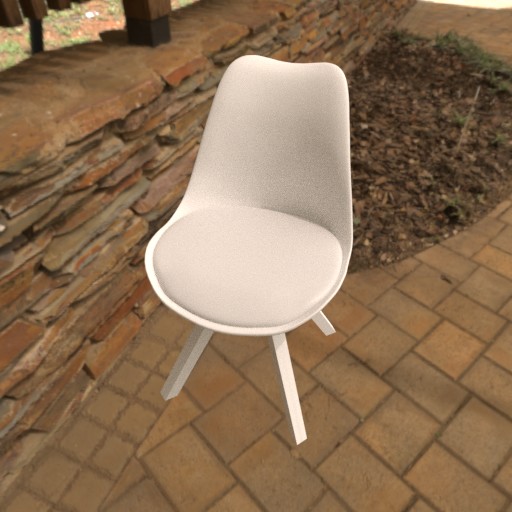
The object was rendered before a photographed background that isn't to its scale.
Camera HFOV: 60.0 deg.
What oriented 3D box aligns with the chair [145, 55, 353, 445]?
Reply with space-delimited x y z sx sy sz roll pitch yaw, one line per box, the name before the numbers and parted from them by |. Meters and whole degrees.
chair | 0.000 0.000 1.170 0.485 0.850 0.550 13 42 15
